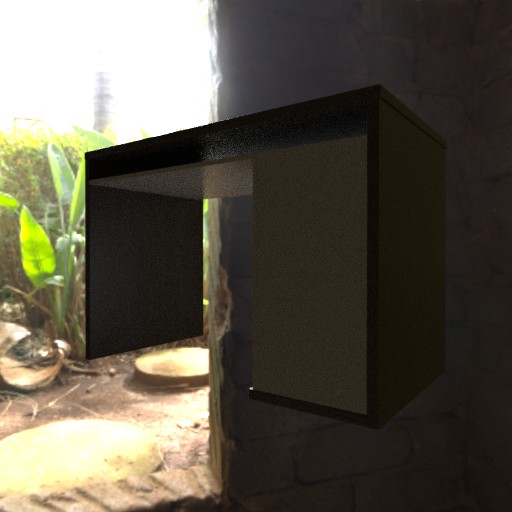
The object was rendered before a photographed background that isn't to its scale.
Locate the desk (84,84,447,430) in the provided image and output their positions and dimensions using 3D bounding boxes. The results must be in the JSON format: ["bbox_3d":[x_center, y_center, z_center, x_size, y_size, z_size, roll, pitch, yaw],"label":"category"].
[{"bbox_3d":[0.000,0.000,1.523,1.100,0.750,0.600,0,0,36],"label":"desk"}]
